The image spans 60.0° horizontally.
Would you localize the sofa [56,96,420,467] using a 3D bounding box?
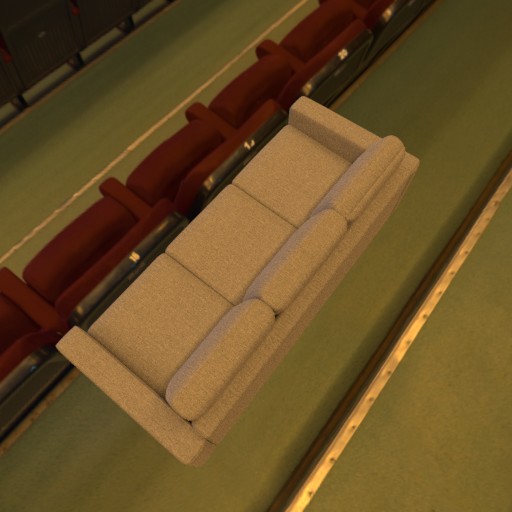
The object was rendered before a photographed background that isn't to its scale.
[{"bbox_3d":[0.000,0.000,2.561,0.900,0.800,2.120,35,69,16],"label":"sofa"}]
